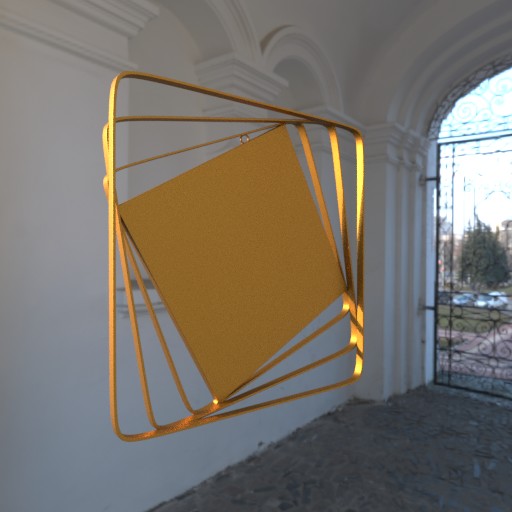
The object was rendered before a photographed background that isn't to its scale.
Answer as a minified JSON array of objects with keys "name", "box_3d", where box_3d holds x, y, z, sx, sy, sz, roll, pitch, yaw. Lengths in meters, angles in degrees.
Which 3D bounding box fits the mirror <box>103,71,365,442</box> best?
[{"name":"mirror","box_3d":[0.000,0.000,0.691,0.470,0.468,0.045,0,1,-37]}]
